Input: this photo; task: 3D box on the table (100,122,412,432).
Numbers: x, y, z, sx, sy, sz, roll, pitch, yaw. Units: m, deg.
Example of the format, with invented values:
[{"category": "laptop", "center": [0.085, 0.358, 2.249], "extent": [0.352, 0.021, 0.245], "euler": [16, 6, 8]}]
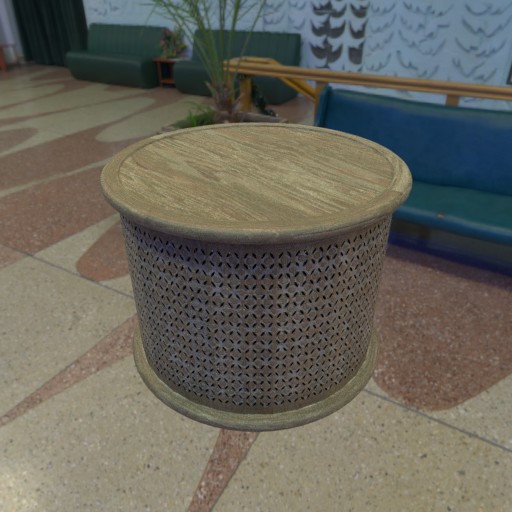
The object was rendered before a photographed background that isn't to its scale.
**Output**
[{"category": "table", "center": [0.000, 0.000, 1.010], "extent": [0.607, 0.450, 0.607], "euler": [0, 31, 0]}]
